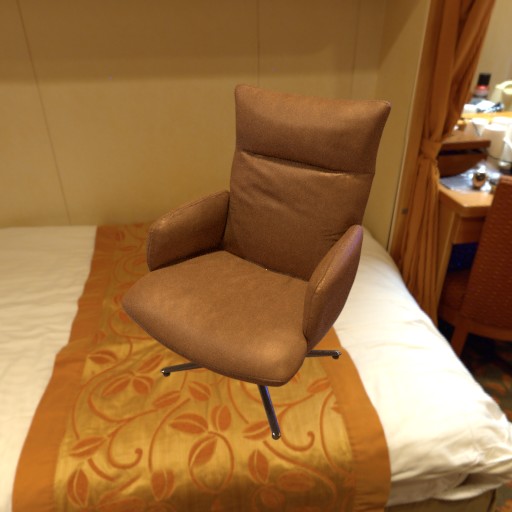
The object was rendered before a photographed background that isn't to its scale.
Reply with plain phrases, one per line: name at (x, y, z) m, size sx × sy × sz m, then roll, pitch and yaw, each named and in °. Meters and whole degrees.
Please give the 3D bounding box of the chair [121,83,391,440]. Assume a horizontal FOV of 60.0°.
chair at (0.000, 0.000, 1.585) m, size 0.711 × 1.027 × 0.794 m, roll 19°, pitch 35°, yaw 29°
